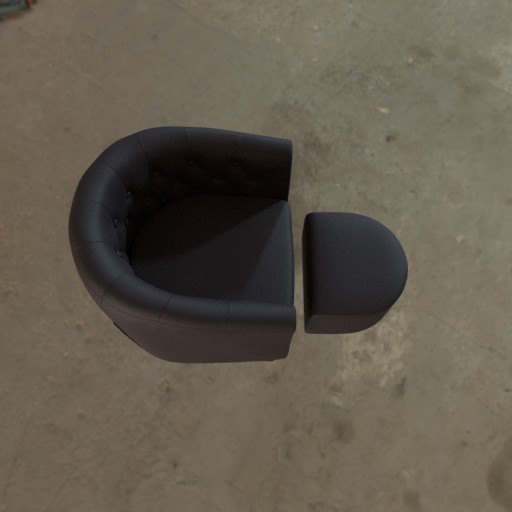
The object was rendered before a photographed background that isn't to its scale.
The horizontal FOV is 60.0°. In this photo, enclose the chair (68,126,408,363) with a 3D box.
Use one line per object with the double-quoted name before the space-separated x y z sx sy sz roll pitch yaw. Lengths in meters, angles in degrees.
"chair" 0.000 0.000 1.706 1.191 0.760 0.763 1 64 0
